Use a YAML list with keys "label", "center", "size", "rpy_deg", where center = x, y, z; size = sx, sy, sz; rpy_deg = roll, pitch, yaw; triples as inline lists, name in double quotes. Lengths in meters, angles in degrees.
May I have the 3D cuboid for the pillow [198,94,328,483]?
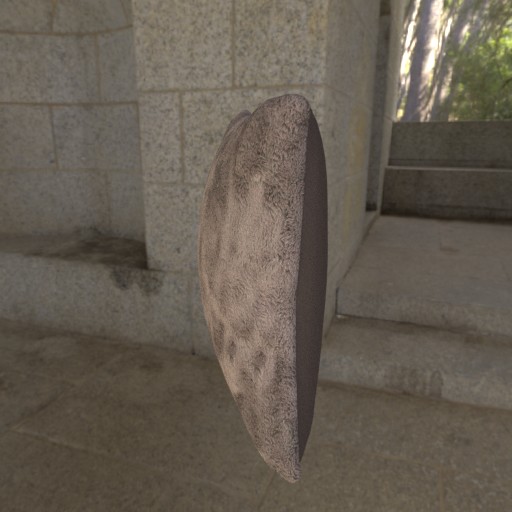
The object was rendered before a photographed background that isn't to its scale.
- label: "pillow"
  center: [0.000, 0.000, 0.782]
  size: [0.204, 0.520, 0.522]
  rpy_deg: [-2, 15, -8]
